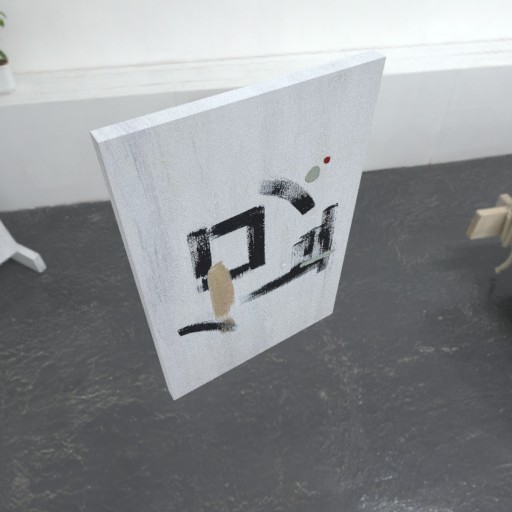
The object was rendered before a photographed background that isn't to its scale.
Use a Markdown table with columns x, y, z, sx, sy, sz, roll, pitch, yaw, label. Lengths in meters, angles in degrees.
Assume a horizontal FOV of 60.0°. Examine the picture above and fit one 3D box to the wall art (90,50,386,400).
| x | y | z | sx | sy | sz | roll | pitch | yaw | label |
| --- | --- | --- | --- | --- | --- | --- | --- | --- | --- |
| 0.000 | 0.000 | 1.165 | 0.624 | 0.914 | 0.043 | -24 | 51 | -21 | wall art |
